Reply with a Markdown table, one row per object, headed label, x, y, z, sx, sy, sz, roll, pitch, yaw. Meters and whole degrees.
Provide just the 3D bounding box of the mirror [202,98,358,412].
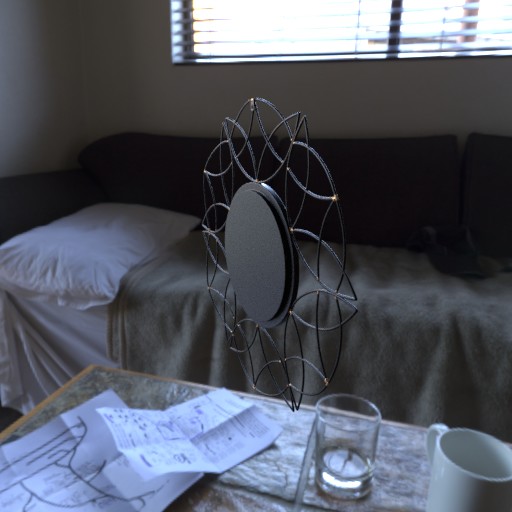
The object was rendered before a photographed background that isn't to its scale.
| label | x | y | z | sx | sy | sz | roll | pitch | yaw |
| --- | --- | --- | --- | --- | --- | --- | --- | --- | --- |
| mirror | 0.000 | 0.000 | 1.153 | 0.028 | 0.775 | 0.797 | -8 | 17 | -26 |
